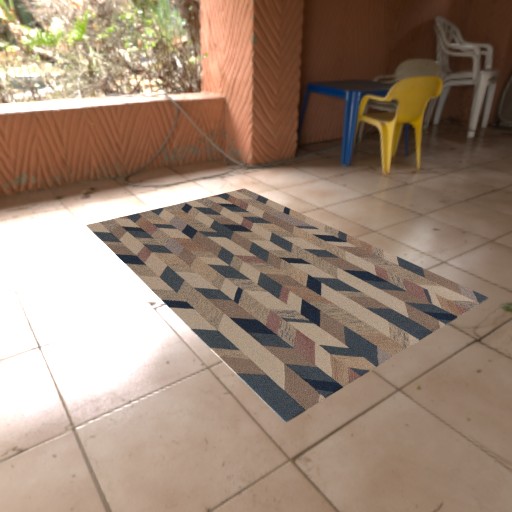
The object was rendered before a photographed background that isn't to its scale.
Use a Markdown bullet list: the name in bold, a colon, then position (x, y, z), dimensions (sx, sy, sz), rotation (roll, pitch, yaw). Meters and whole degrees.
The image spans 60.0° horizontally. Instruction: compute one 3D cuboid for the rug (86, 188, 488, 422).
- **rug**: position (0.000, 0.000, 2.974), dimensions (1.513, 0.008, 2.423), rotation (-18, 32, -32)
